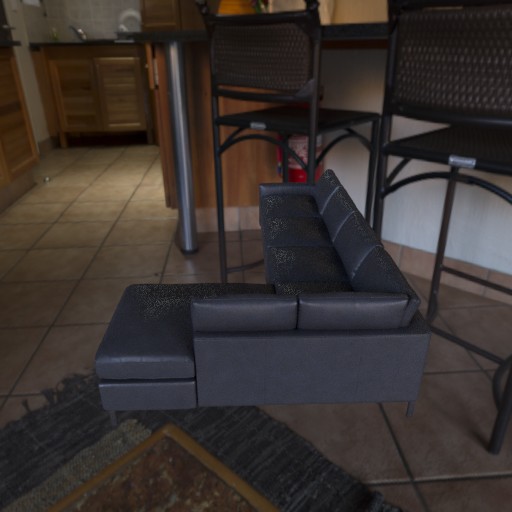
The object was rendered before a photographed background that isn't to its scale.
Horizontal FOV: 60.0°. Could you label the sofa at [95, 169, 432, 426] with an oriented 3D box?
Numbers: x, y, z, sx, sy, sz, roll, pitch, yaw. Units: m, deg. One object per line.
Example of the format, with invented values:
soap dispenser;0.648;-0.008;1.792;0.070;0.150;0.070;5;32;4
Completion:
sofa;0.000;0.000;3.872;1.938;0.877;2.984;-1;26;-1
